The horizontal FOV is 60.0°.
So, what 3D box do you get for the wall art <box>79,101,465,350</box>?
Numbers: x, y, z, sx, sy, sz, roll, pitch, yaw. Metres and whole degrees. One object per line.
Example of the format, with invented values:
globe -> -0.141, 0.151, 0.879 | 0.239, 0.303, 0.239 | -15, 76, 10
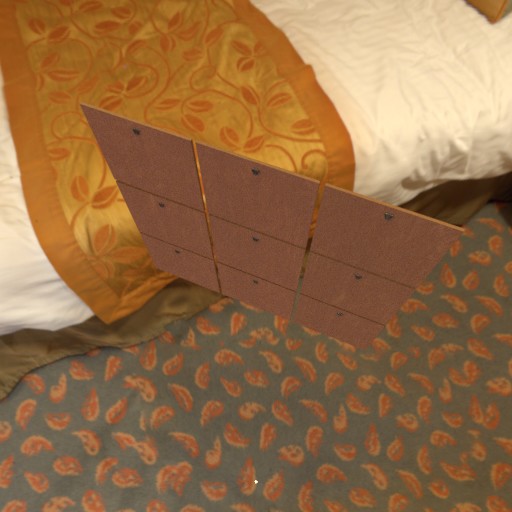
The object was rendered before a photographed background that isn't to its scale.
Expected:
wall art -> 0.000, 0.000, 2.310 | 1.526, 1.522, 0.023 | 20, 65, 10
